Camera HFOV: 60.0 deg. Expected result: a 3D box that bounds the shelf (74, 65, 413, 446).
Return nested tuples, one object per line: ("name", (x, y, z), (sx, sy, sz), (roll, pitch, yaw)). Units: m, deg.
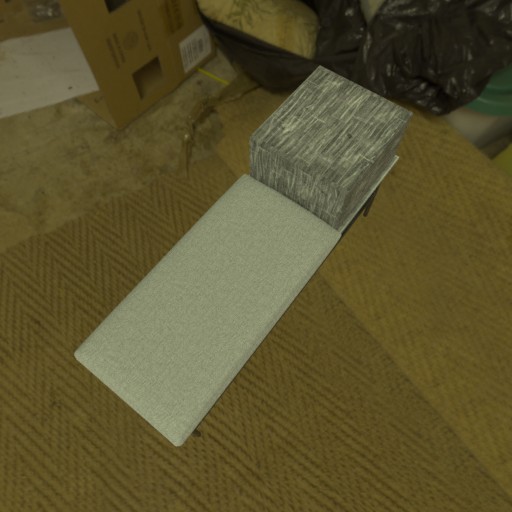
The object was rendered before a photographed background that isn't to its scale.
("shelf", (0.000, 0.000, 1.669), (0.457, 0.633, 1.342), (34, 68, 16))
